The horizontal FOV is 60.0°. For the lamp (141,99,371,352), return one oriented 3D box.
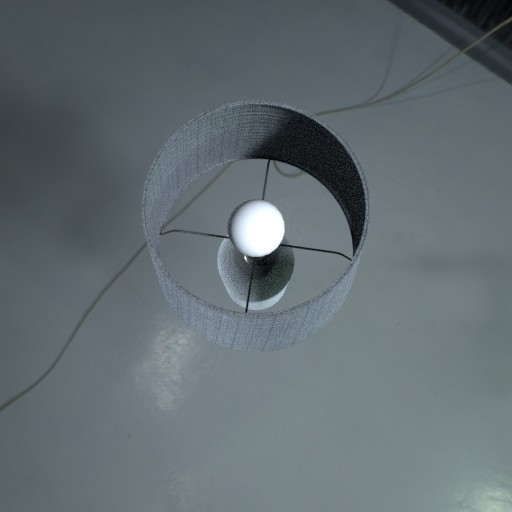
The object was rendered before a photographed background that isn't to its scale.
[{"bbox_3d":[0.000,0.000,0.592,0.251,0.429,0.251,0,78,0],"label":"lamp"}]
